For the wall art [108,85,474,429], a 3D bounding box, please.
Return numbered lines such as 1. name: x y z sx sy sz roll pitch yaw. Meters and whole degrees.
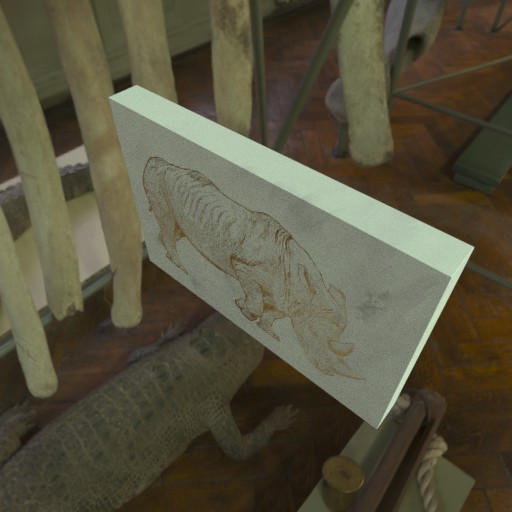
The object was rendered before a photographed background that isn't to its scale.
1. wall art: 0.000 0.000 0.485 0.381 0.254 0.038 32 55 27
